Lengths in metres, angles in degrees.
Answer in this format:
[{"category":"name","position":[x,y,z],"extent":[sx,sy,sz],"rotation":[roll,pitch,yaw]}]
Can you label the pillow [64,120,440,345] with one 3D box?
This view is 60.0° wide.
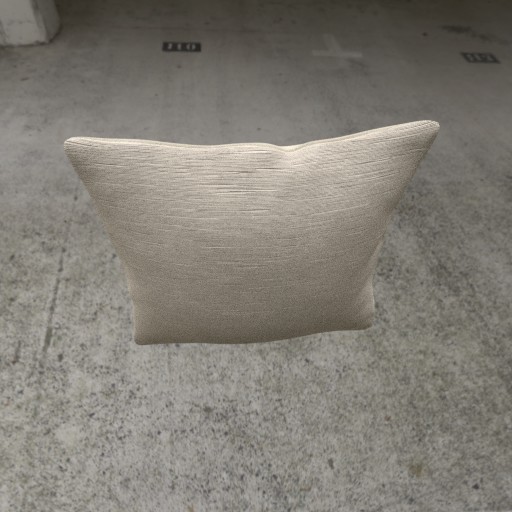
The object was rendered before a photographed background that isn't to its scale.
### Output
[{"category":"pillow","position":[0.000,0.000,0.659],"extent":[0.437,0.420,0.162],"rotation":[-4,46,-4]}]
